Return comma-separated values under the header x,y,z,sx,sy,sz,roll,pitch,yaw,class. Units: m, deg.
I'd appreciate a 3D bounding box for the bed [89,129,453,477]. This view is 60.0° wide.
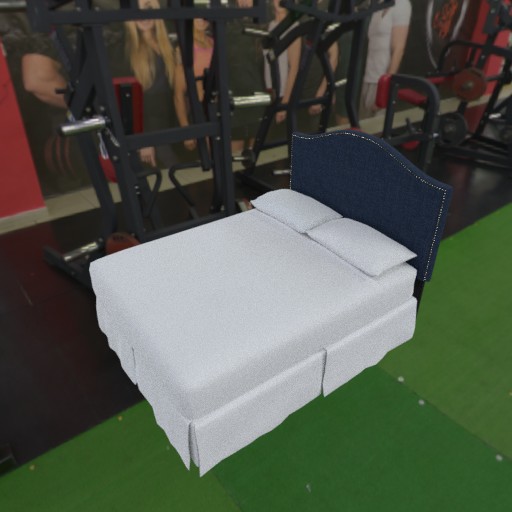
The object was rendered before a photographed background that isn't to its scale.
x,y,z,sx,sy,sz,roll,pitch,yaw,class
0.000,0.000,3.338,2.153,1.518,1.725,-21,37,-30,bed
